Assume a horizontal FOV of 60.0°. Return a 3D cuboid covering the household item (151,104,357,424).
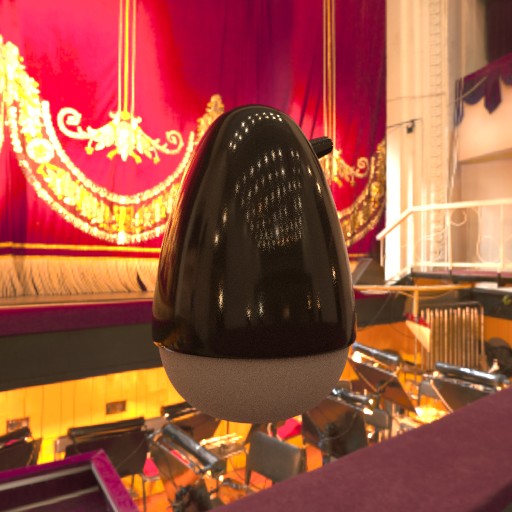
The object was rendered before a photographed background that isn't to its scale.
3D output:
[{"bbox_3d":[0.000,0.000,0.226,0.104,0.152,0.102,0,0,-35],"label":"household item"}]
